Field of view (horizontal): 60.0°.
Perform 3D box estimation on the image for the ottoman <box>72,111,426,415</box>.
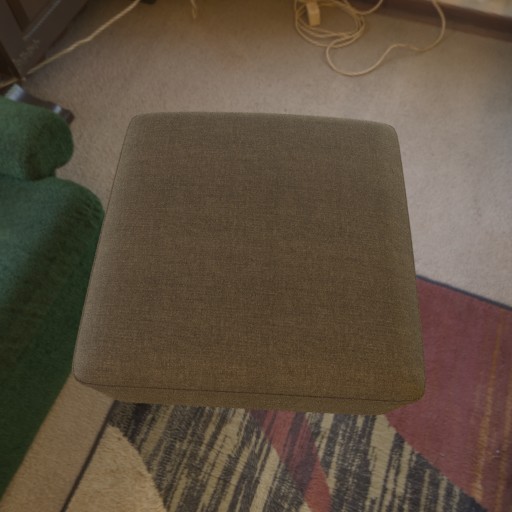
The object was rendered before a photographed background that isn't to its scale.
[{"bbox_3d":[0.000,0.000,1.668,1.067,0.559,1.067,3,64,1],"label":"ottoman"}]
